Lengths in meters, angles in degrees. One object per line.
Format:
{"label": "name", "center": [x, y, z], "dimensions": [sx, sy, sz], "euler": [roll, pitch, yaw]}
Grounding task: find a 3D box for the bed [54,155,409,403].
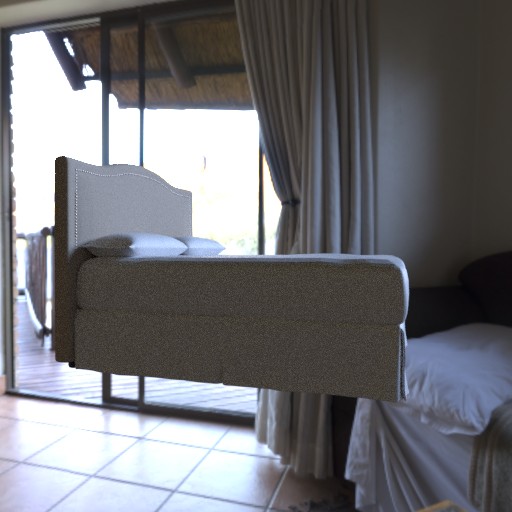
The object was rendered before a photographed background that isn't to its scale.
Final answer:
{"label": "bed", "center": [0.000, 0.000, 3.154], "dimensions": [2.052, 1.398, 1.678], "euler": [0, 1, 19]}
